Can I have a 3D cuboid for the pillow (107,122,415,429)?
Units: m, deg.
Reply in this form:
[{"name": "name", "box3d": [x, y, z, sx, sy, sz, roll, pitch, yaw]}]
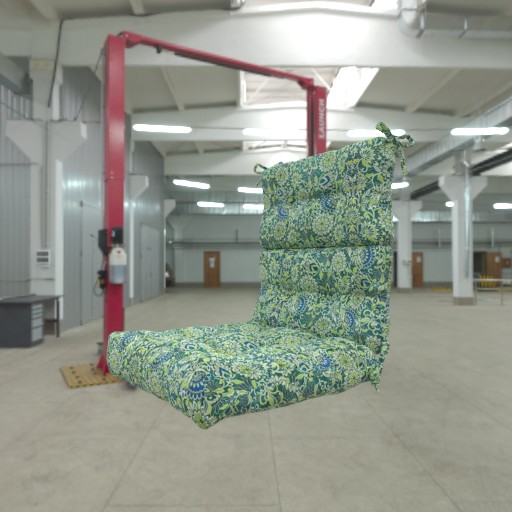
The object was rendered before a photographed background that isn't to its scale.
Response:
[{"name": "pillow", "box3d": [0.000, 0.000, 1.048, 0.571, 0.605, 0.519, 1, -1, -36]}]
